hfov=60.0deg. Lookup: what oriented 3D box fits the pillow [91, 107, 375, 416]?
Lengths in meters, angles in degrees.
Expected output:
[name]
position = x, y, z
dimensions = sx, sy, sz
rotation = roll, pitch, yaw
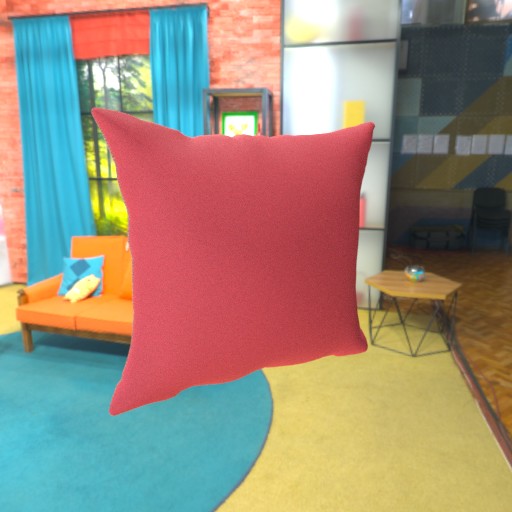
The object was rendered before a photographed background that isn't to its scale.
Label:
[pillow]
position = 0.000, 0.000, 0.819
dimensions = 0.559, 0.501, 0.229
rotation = -7, 15, -27
